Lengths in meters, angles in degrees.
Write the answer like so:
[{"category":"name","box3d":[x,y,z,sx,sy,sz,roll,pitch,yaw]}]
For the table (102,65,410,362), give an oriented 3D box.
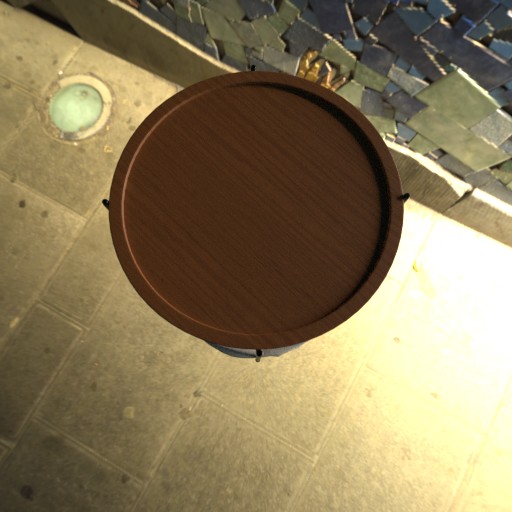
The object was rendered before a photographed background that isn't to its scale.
[{"category":"table","box3d":[0.000,0.000,0.880,0.393,0.623,0.393,43,80,10]}]
